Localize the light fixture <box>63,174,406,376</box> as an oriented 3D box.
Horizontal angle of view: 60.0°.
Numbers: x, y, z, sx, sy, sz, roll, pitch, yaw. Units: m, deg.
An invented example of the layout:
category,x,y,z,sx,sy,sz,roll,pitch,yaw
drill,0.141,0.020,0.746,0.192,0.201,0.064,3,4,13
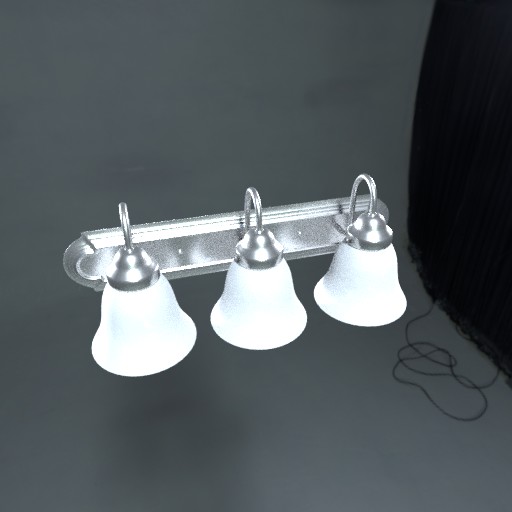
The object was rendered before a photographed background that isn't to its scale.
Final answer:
category,x,y,z,sx,sy,sz,roll,pitch,yaw
light fixture,0.000,0.000,0.718,0.610,0.222,0.199,-9,33,-14
